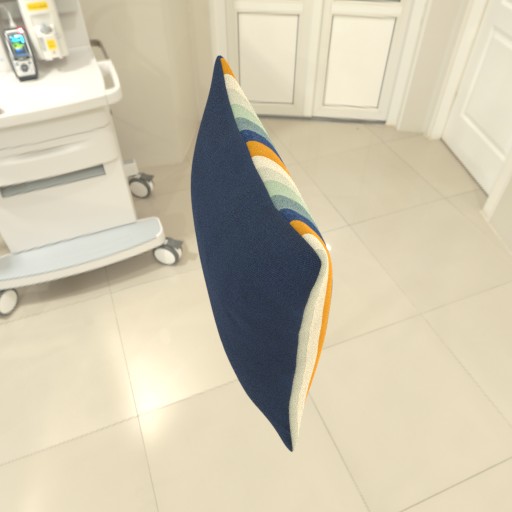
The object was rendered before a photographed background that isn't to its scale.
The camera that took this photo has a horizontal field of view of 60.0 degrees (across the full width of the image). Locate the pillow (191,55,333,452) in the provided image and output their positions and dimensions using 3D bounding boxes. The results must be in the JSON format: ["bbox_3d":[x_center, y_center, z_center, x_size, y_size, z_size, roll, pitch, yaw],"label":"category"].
[{"bbox_3d":[0.000,0.000,0.710,0.173,0.454,0.463,-11,47,-10],"label":"pillow"}]
